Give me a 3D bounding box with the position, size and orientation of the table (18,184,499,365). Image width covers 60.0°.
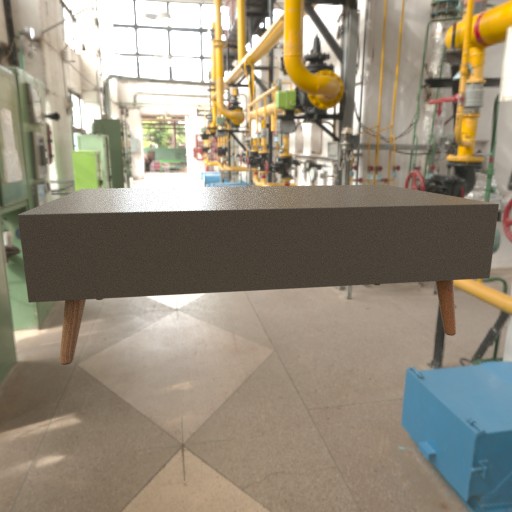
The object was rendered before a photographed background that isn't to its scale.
[{"bbox_3d":[0.000,0.000,1.471,1.201,0.404,0.703,-2,14,-9],"label":"table"}]
